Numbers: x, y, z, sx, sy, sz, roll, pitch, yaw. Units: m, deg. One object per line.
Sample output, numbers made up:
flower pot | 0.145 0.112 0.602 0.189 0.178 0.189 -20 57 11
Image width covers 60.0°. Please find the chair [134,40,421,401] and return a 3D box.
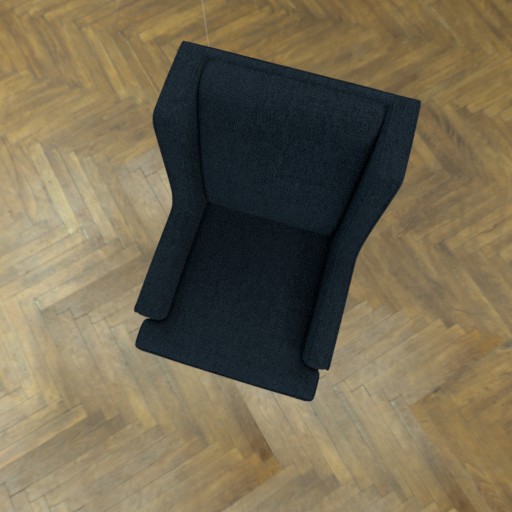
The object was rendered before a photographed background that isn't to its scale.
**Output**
chair | 0.000 0.000 1.733 0.764 1.072 0.947 16 76 4
